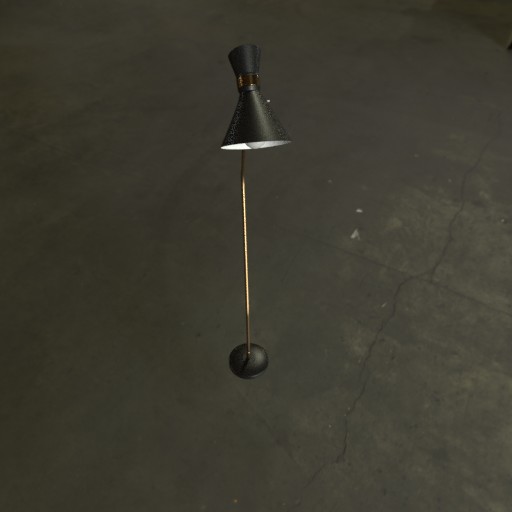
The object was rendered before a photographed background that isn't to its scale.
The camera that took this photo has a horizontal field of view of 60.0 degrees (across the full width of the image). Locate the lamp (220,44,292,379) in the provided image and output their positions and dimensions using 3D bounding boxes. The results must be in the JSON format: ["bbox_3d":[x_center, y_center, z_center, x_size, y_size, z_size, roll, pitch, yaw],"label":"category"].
[{"bbox_3d":[0.000,0.000,1.563,0.277,1.438,0.467,13,44,13],"label":"lamp"}]
